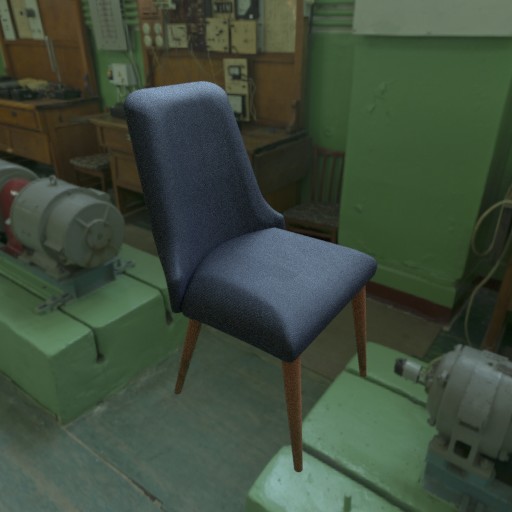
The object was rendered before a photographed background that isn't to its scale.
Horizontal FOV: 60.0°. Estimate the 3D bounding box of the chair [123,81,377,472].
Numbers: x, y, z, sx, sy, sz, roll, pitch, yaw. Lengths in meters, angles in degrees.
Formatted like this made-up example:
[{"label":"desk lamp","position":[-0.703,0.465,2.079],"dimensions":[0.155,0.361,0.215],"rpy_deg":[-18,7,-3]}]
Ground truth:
[{"label":"chair","position":[0.000,0.000,1.179],"dimensions":[0.567,0.820,0.504],"rpy_deg":[18,32,31]}]
